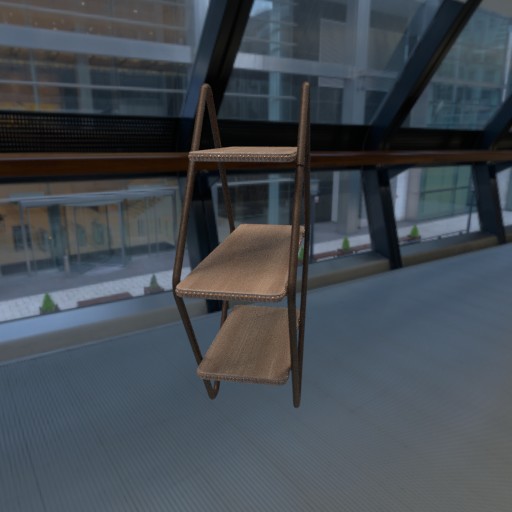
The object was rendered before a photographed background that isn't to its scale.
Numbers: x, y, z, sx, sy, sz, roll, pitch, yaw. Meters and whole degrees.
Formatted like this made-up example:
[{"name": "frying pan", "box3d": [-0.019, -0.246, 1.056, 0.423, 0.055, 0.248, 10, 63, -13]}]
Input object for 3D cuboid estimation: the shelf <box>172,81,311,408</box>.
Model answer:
[{"name": "shelf", "box3d": [0.000, 0.000, 1.059, 0.234, 0.774, 0.609, 3, 15, 9]}]
